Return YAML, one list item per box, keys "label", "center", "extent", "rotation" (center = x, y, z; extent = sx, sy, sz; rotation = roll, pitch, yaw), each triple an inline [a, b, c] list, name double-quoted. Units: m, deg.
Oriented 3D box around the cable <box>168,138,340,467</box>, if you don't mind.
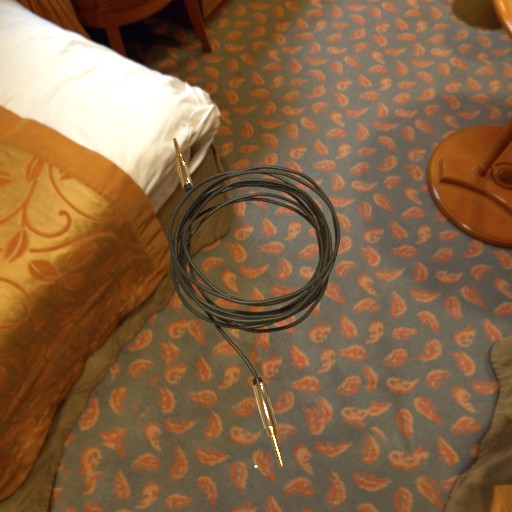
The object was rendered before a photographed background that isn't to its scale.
- label: "cable"
  center: [0.000, 0.000, 0.506]
  extent: [0.198, 0.069, 0.432]
  rotation: [-15, 66, -7]
